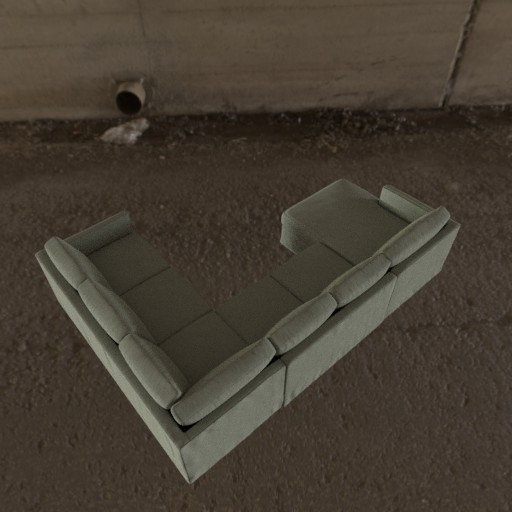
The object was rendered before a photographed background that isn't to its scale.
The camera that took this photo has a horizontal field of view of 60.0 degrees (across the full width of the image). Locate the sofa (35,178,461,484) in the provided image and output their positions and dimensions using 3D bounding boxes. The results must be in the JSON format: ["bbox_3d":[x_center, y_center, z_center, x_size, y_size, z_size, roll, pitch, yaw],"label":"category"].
[{"bbox_3d":[0.000,0.000,4.494,3.434,0.869,2.440,-32,53,-27],"label":"sofa"}]
